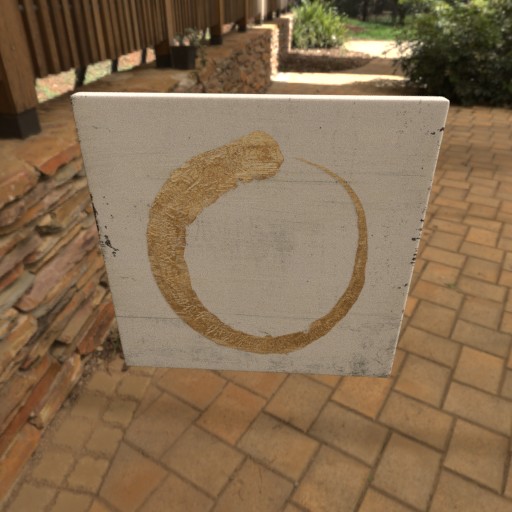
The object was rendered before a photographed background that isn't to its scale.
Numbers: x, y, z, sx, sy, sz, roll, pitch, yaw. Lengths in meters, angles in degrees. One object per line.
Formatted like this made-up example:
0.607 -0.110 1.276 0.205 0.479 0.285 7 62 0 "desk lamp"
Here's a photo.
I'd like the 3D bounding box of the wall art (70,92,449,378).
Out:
0.000 0.000 1.097 0.762 0.762 0.038 2 31 3 "wall art"
